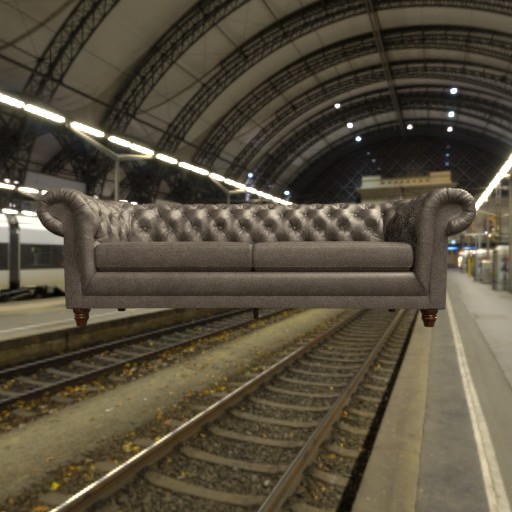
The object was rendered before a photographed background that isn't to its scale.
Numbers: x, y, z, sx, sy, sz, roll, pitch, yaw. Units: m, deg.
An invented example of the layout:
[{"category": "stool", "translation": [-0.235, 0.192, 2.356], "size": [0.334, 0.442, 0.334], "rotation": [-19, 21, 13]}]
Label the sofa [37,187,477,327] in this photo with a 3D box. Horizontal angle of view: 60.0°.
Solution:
[{"category": "sofa", "translation": [0.000, 0.000, 2.833], "size": [2.385, 0.783, 0.944], "rotation": [0, 0, 1]}]
